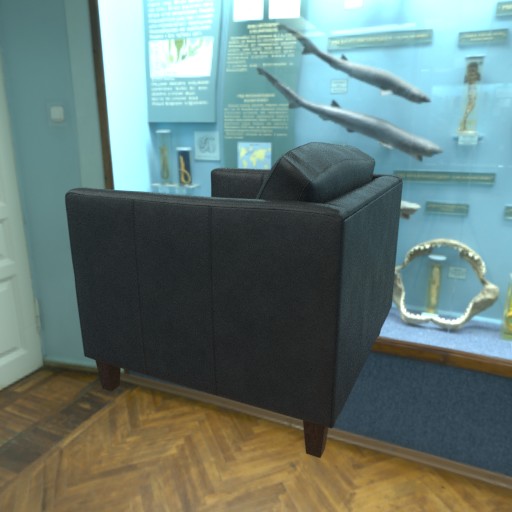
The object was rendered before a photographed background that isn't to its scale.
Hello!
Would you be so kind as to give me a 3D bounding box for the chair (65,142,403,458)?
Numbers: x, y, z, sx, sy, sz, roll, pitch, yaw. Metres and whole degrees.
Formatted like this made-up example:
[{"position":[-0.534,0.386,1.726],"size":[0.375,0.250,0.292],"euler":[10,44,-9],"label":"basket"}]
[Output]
[{"position":[0.000,0.000,1.609],"size":[0.862,0.811,0.939],"euler":[7,17,25],"label":"chair"}]
